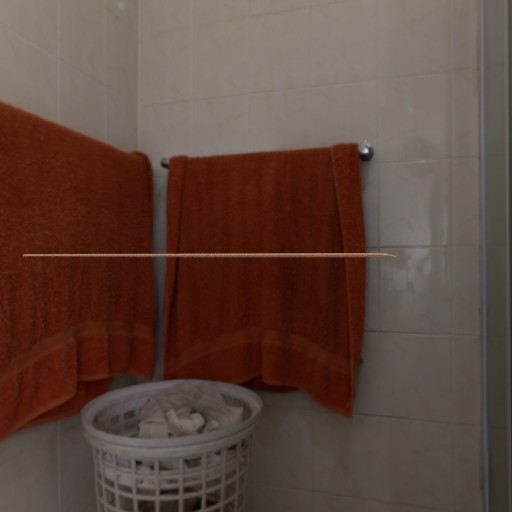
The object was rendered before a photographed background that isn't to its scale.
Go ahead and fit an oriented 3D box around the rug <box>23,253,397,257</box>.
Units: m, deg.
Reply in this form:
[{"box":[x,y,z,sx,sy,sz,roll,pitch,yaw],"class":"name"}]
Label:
[{"box":[0.000,0.000,4.104,2.439,0.013,3.048,0,0,19],"class":"rug"}]
